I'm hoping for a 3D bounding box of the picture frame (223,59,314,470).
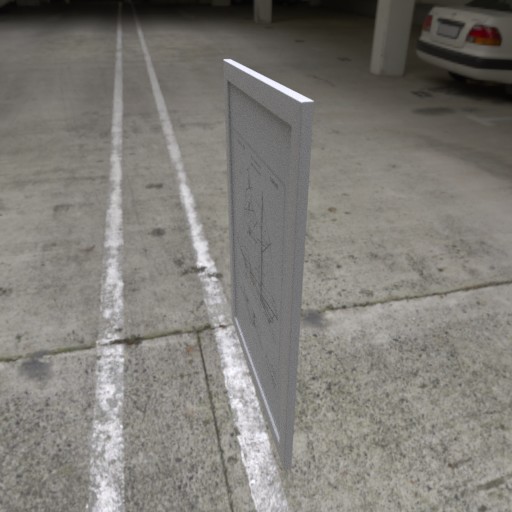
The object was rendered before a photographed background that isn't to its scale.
[{"bbox_3d":[0.000,0.000,0.698,0.012,0.534,0.381,-7,30,-13],"label":"picture frame"}]
